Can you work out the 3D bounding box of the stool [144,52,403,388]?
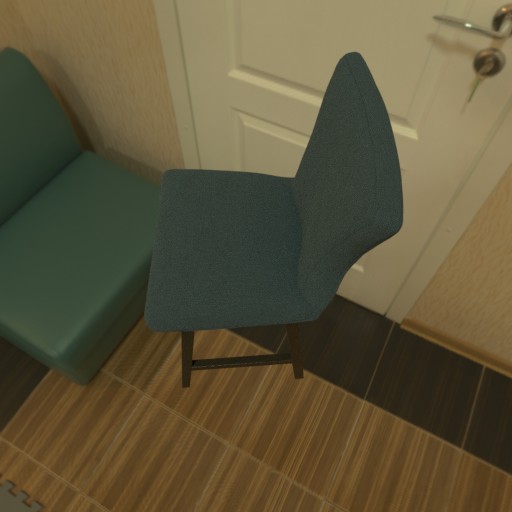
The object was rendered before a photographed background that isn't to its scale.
[{"bbox_3d":[0.000,0.000,1.314,0.574,1.000,0.514,-1,58,0],"label":"stool"}]
